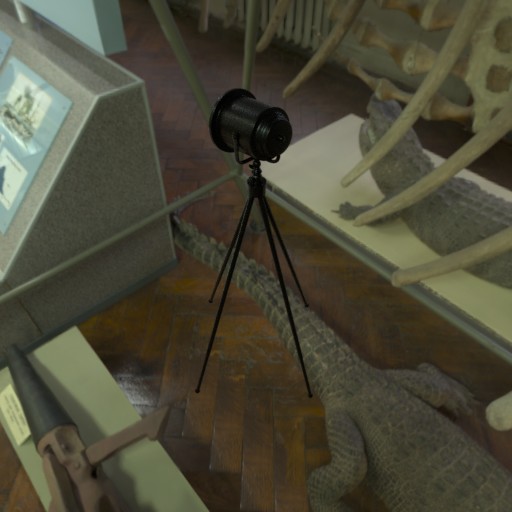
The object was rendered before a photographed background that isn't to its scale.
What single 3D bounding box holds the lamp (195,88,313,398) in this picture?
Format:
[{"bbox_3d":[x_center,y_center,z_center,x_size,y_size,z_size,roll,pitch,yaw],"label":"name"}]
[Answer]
[{"bbox_3d":[0.000,0.000,2.047,0.879,1.504,0.884,-33,54,-28],"label":"lamp"}]
